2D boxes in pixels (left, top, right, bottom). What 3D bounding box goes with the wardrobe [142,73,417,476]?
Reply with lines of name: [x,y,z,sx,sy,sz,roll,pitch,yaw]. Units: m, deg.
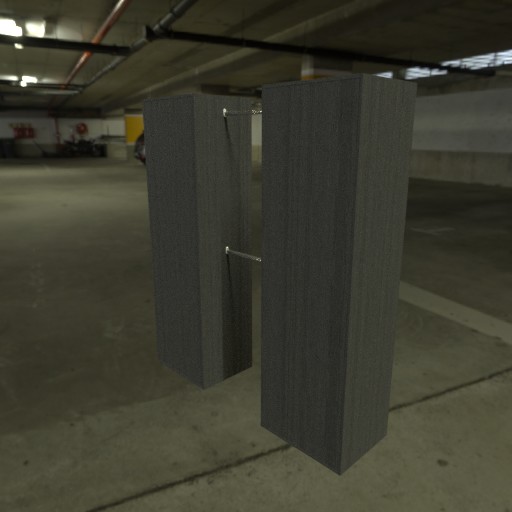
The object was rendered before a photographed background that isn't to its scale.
wardrobe: [0.000,0.000,2.878,0.480,2.000,1.770,-14,20,-43]
